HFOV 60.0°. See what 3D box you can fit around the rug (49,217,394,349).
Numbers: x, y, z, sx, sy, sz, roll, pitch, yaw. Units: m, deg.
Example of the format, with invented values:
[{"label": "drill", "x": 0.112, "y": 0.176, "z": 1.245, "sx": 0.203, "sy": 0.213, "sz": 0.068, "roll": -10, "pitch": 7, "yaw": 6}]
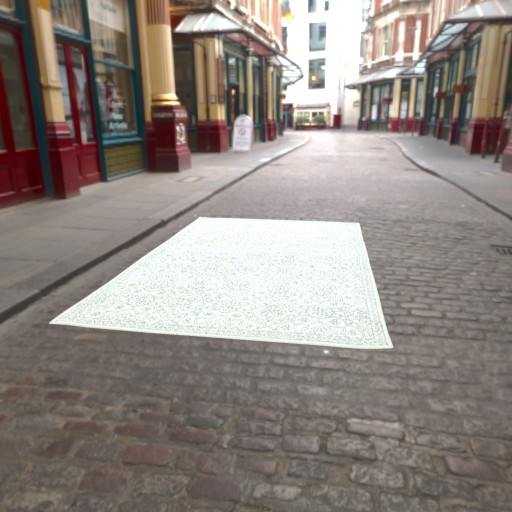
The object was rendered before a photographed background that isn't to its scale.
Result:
[{"label": "rug", "x": 0.000, "y": 0.000, "z": 3.036, "sx": 1.518, "sy": 0.023, "sz": 2.434, "roll": 3, "pitch": 17, "yaw": 9}]
